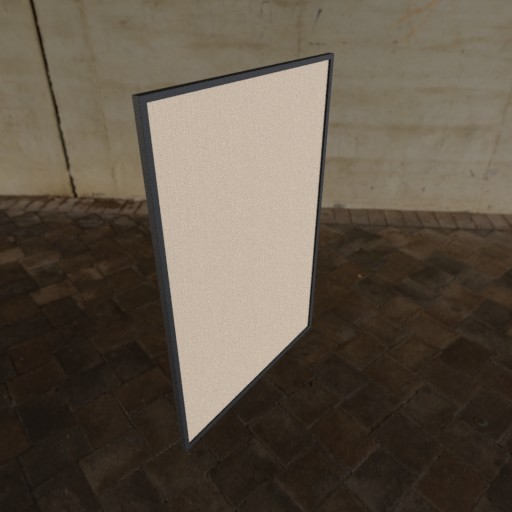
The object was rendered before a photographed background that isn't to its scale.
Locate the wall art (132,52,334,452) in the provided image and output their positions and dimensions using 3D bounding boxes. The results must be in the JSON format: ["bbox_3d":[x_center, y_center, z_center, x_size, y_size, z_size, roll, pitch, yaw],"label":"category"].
[{"bbox_3d":[0.000,0.000,0.836,0.013,0.657,0.457,22,38,31],"label":"wall art"}]
